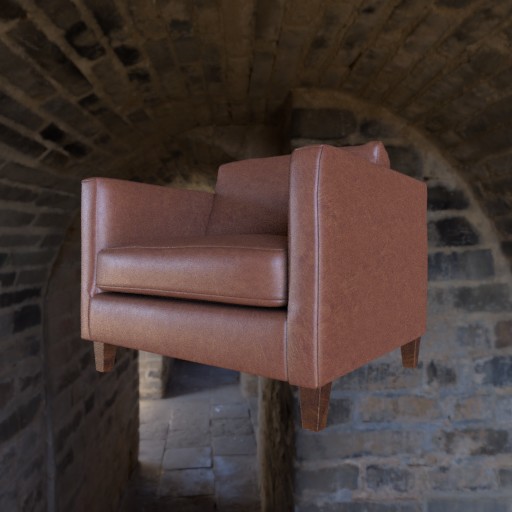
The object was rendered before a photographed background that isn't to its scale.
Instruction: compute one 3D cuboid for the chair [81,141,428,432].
[{"bbox_3d":[0.000,0.000,1.787,1.107,0.917,0.959,1,1,37],"label":"chair"}]
